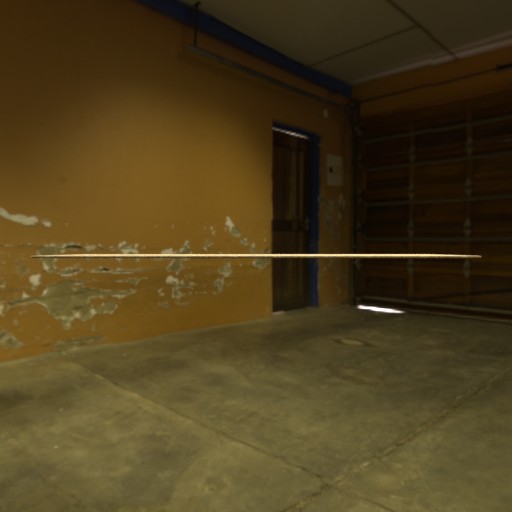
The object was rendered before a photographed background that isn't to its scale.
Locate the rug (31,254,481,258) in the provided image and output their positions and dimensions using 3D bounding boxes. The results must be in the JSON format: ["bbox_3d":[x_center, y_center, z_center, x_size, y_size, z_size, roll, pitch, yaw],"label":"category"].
[{"bbox_3d":[0.000,0.000,2.594,2.289,0.013,0.691,0,1,0],"label":"rug"}]
